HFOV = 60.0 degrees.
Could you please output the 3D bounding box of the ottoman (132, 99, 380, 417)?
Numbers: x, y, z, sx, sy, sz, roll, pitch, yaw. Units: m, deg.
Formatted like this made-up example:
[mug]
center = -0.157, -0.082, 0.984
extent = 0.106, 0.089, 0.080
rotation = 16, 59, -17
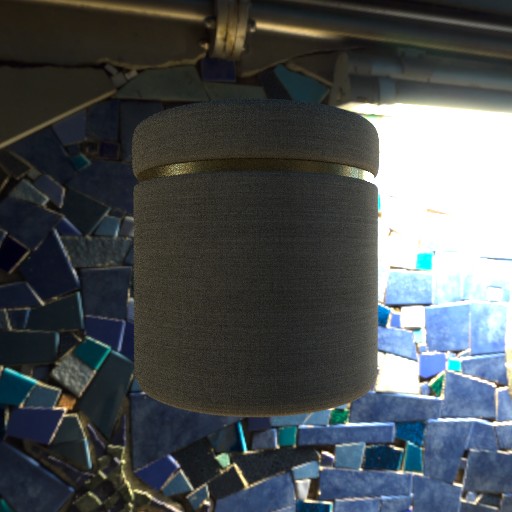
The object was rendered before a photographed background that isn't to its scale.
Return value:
[ottoman]
center = 0.000, 0.000, 0.745
extent = 0.400, 0.406, 0.400
rotation = 0, 1, 0
